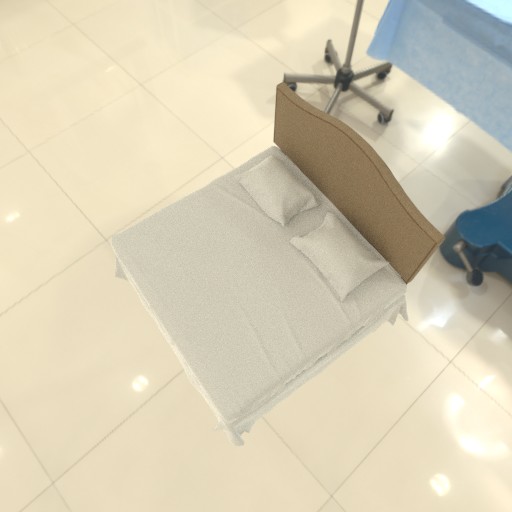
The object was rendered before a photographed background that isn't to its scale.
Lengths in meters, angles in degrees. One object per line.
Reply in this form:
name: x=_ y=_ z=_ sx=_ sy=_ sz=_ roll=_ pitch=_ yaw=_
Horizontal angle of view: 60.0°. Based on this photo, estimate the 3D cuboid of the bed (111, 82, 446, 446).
bed: x=0.000 y=0.000 z=3.881 sx=2.222 sy=1.651 sz=2.311 roll=-33 pitch=68 yaw=-15
